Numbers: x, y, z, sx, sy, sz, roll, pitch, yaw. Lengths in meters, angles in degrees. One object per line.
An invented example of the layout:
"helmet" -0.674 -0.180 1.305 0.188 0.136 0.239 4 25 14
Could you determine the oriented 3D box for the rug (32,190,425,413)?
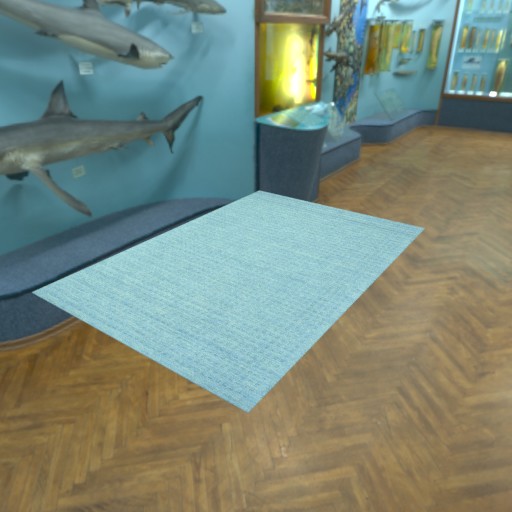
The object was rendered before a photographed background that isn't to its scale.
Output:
"rug" 0.000 0.000 3.797 1.982 0.006 2.895 18 32 31
